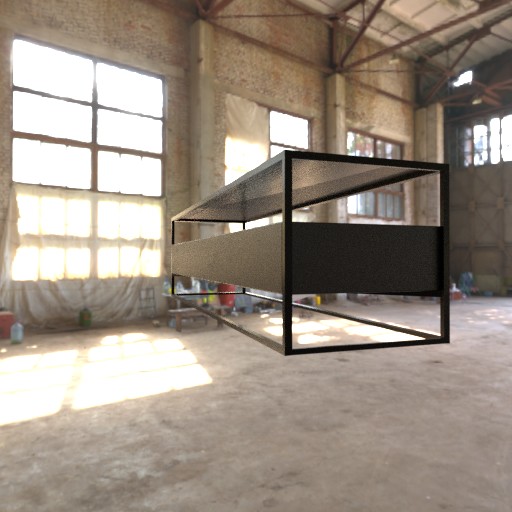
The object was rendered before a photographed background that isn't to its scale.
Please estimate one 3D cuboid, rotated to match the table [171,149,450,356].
[{"bbox_3d":[0.000,0.000,1.614,0.399,0.395,1.486,0,-1,-19],"label":"table"}]
